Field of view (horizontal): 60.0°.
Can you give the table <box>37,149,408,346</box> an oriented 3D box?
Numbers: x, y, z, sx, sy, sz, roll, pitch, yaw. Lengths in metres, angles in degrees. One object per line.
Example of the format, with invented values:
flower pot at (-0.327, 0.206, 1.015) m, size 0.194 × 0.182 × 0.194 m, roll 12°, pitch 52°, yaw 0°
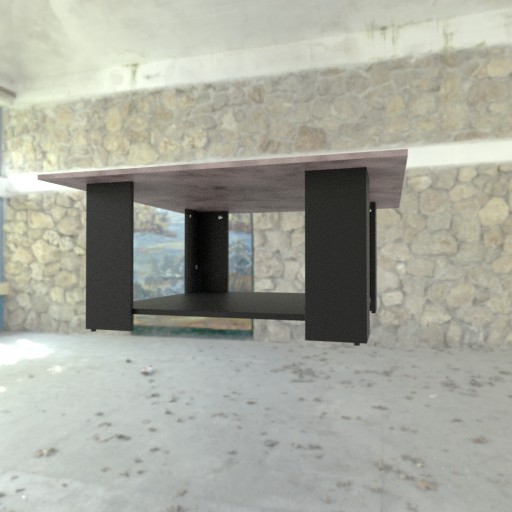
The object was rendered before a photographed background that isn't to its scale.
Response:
table at (0.000, 0.000, 1.067) m, size 0.670 × 0.305 × 0.670 m, roll 0°, pitch -1°, yaw 17°
